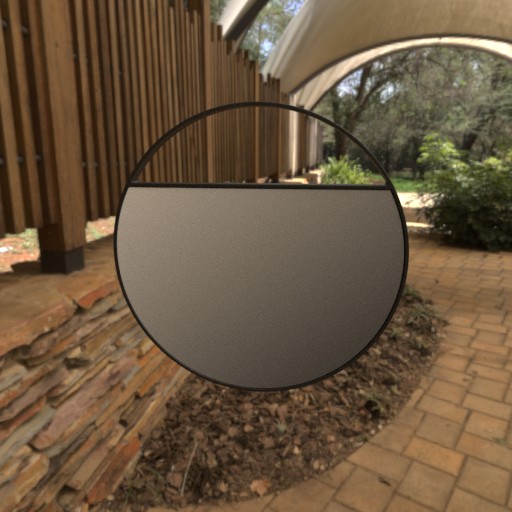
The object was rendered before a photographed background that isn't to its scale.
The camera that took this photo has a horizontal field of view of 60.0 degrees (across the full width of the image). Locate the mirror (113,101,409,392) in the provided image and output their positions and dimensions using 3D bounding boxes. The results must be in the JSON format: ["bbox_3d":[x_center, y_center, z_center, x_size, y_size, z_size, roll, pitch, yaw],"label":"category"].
[{"bbox_3d":[0.000,0.000,0.858,0.565,0.565,0.032,2,14,7],"label":"mirror"}]
